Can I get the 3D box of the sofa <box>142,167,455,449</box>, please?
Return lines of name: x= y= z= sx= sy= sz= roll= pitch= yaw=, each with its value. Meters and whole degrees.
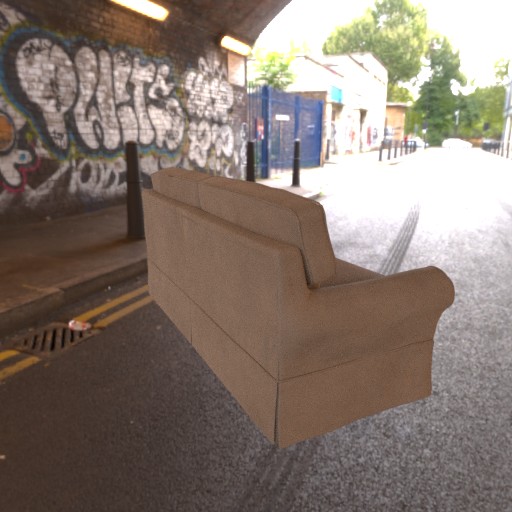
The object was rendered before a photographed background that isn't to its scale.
sofa: x=0.000 y=0.000 z=2.747 sx=0.900 sy=1.014 sz=2.246 roll=-8 pitch=17 yaw=-26
